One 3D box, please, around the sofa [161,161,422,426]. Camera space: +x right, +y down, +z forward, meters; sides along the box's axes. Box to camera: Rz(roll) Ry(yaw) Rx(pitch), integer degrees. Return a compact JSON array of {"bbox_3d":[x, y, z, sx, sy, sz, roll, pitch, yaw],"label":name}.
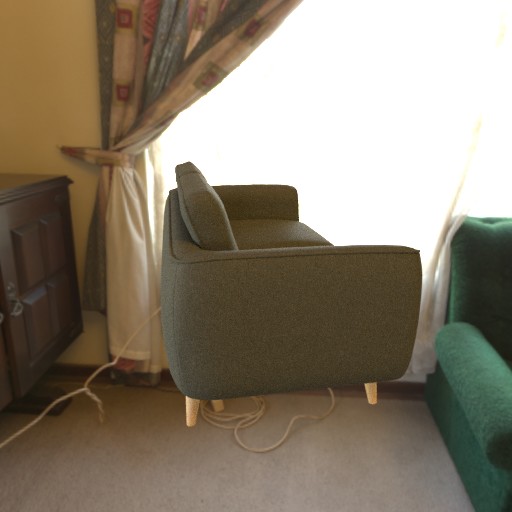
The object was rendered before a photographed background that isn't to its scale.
[{"bbox_3d":[0.000,0.000,2.231,0.920,0.850,1.700,-3,17,-10],"label":"sofa"}]
